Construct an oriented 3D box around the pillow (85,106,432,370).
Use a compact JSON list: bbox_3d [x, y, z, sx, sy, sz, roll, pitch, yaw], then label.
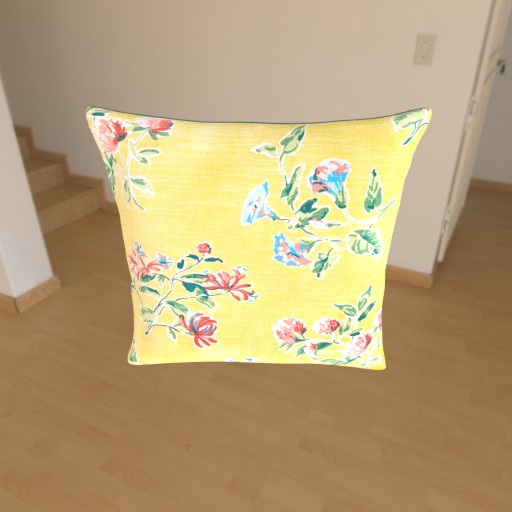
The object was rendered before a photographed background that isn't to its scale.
[{"bbox_3d":[0.000,0.000,0.785,0.525,0.508,0.166,1,29,2],"label":"pillow"}]
